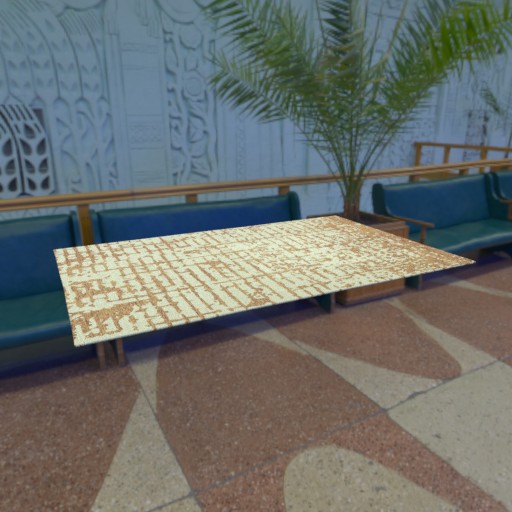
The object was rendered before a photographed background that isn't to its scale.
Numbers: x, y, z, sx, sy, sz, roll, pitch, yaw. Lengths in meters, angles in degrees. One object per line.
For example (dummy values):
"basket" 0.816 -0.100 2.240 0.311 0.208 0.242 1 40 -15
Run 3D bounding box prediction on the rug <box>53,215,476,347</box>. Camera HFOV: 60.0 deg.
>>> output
"rug" 0.000 0.000 2.997 2.435 0.011 1.517 -9 20 -25
